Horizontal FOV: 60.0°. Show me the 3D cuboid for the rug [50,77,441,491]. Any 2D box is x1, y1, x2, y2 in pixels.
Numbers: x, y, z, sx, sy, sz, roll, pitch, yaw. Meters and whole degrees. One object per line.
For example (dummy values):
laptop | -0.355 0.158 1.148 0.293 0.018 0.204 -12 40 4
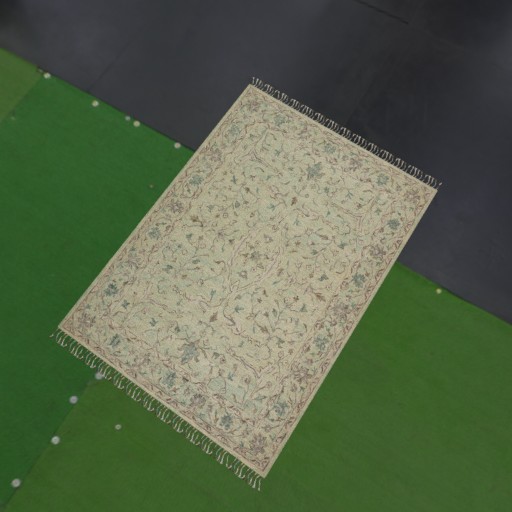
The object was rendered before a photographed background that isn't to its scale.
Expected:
rug | 0.000 0.000 2.277 1.247 0.008 1.802 33 76 9
